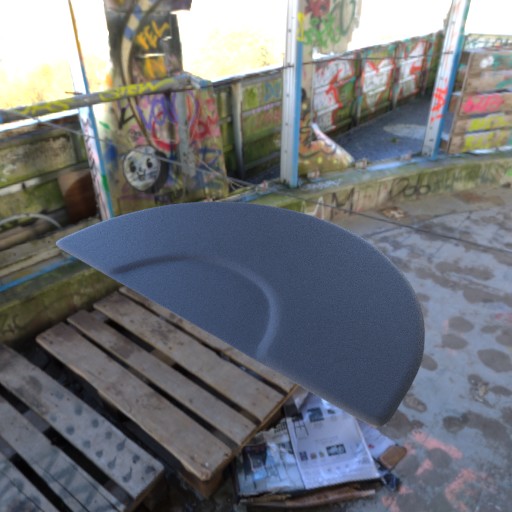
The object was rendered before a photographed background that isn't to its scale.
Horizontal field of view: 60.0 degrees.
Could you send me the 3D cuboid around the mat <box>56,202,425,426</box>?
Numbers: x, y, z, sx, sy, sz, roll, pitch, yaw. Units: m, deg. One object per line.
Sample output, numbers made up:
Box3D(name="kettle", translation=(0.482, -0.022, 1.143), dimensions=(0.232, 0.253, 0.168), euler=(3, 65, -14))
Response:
Box3D(name="mat", translation=(0.000, 0.000, 1.815), dimensions=(1.525, 0.016, 0.917), euler=(23, 39, 32))
